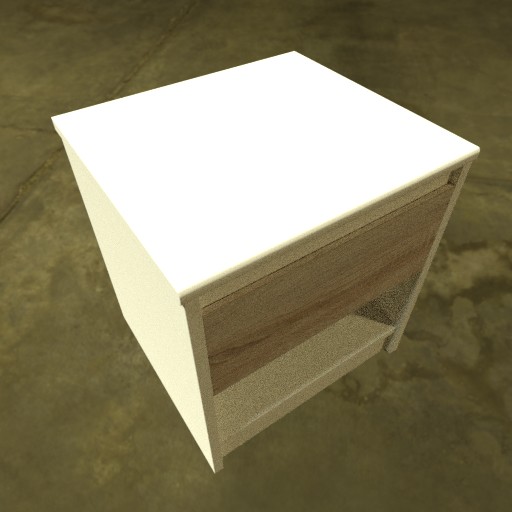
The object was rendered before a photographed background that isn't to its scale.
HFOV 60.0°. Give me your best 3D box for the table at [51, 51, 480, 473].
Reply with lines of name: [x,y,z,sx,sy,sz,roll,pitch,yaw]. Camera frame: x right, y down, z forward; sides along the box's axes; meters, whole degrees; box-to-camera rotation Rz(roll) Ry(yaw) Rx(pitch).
table: [0.000,0.000,0.742,0.420,0.460,0.380,-26,51,-23]
